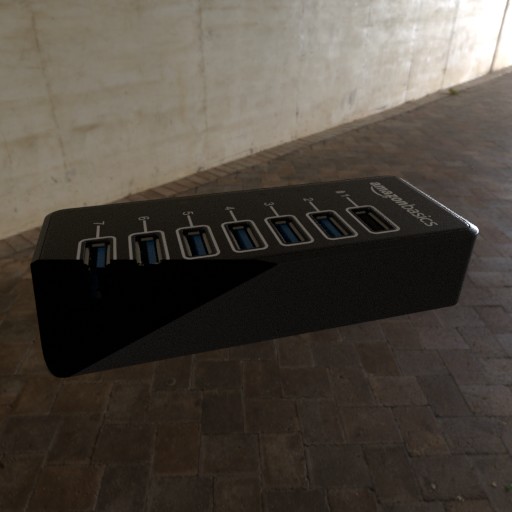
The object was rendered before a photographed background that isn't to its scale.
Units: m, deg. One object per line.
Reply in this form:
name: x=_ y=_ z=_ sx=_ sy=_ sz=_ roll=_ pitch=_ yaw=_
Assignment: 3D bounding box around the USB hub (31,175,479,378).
USB hub: x=0.000 y=0.000 z=0.124 sx=0.110 sy=0.023 sz=0.044 roll=-8 pitch=32 yaw=-13
